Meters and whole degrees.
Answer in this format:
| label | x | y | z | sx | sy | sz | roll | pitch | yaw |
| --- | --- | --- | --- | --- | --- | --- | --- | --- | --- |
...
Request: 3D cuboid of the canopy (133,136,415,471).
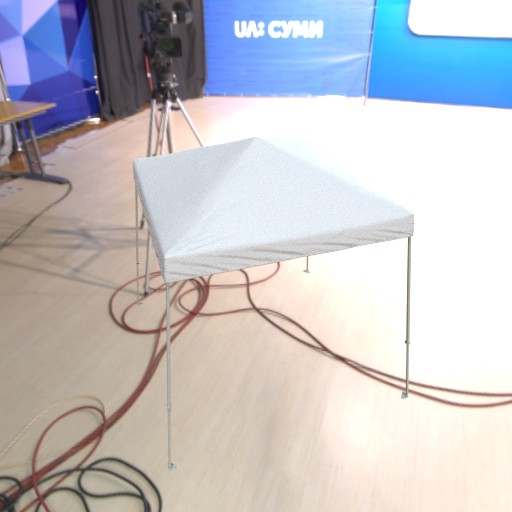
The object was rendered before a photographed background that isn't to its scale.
| label | x | y | z | sx | sy | sz | roll | pitch | yaw |
| --- | --- | --- | --- | --- | --- | --- | --- | --- | --- |
| canopy | 0.000 | 0.000 | 5.241 | 2.850 | 2.850 | 2.849 | -10 | 34 | -16 |
